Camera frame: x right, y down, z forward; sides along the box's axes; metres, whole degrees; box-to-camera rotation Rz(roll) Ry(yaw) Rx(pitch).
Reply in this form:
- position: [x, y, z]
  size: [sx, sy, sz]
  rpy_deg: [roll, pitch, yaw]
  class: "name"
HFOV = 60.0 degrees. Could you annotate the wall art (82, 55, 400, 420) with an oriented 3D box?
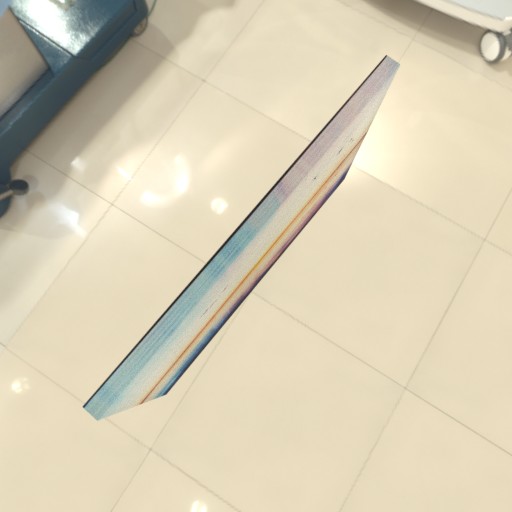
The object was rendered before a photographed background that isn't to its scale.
- position: [0.000, 0.000, 1.143]
  size: [0.037, 0.605, 0.911]
  rpy_deg: [39, 80, 8]
  class: "wall art"
